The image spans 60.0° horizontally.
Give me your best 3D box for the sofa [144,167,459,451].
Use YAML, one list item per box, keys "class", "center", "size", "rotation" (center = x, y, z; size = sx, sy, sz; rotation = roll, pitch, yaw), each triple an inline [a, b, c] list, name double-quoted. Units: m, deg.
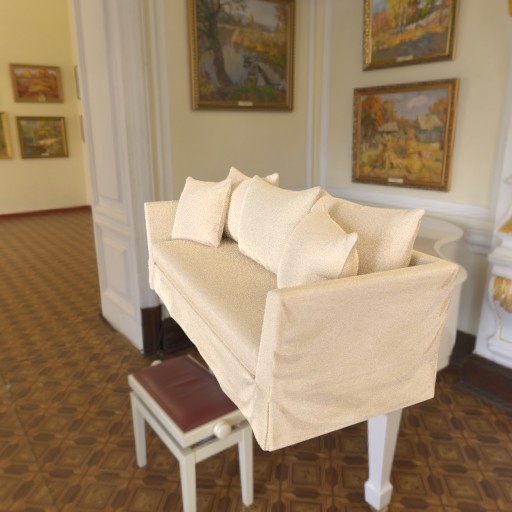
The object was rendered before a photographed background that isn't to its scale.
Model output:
- class: "sofa"
  center: [0.000, 0.000, 3.021]
  size: [1.030, 1.042, 2.484]
  rotation: [-7, 17, -24]
